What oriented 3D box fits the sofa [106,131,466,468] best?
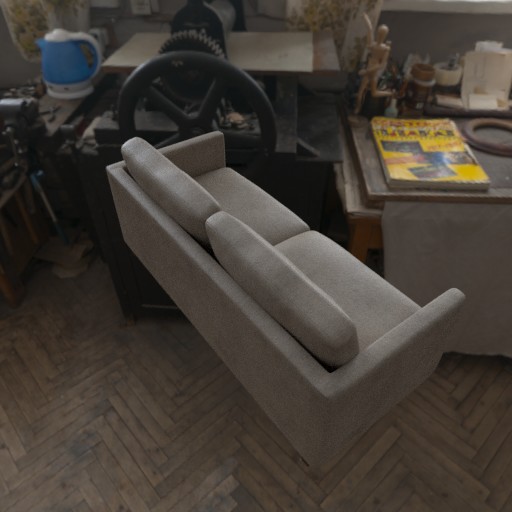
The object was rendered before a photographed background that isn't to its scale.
[{"bbox_3d":[0.000,0.000,2.734,0.951,0.965,2.208,-26,48,-27],"label":"sofa"}]
